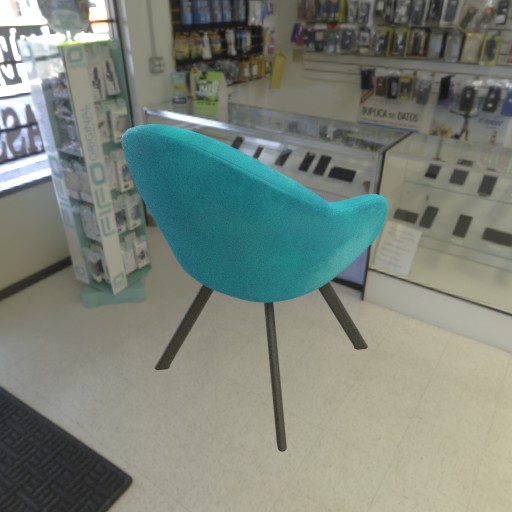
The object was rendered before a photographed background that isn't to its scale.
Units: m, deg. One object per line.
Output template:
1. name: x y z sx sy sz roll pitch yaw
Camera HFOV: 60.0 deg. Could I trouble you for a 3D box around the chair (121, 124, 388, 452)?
1. chair: 0.000 0.000 1.193 0.550 0.795 0.590 21 37 32
